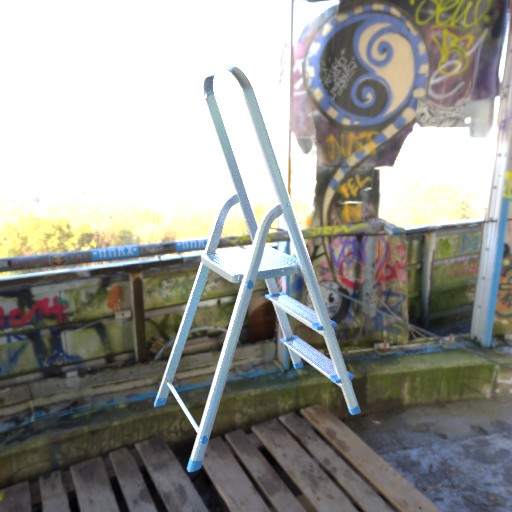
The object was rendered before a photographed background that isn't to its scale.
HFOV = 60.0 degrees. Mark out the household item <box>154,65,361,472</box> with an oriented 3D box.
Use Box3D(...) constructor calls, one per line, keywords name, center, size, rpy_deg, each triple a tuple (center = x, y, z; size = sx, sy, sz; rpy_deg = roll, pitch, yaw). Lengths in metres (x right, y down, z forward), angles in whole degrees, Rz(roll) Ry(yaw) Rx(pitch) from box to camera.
Box3D(name="household item", center=(0.000, 0.000, 1.558), size=(0.687, 1.215, 0.420), rpy_deg=(-7, 16, -27))
